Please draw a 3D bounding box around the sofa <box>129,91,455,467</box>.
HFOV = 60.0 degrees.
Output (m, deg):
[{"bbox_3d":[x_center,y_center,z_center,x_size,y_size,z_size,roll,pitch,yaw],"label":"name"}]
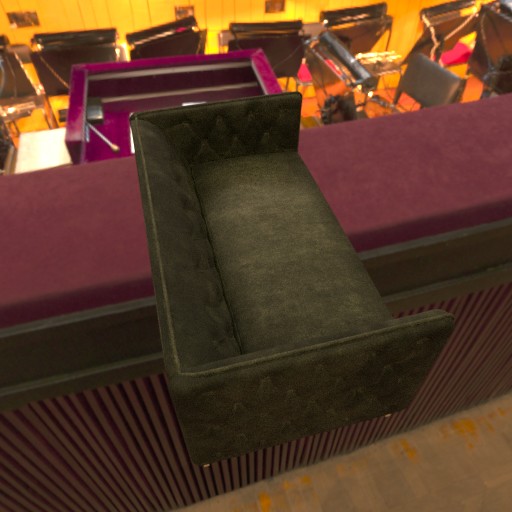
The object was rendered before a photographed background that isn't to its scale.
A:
[{"bbox_3d":[0.000,0.000,2.023,0.895,0.768,1.537,-11,49,-10],"label":"sofa"}]
